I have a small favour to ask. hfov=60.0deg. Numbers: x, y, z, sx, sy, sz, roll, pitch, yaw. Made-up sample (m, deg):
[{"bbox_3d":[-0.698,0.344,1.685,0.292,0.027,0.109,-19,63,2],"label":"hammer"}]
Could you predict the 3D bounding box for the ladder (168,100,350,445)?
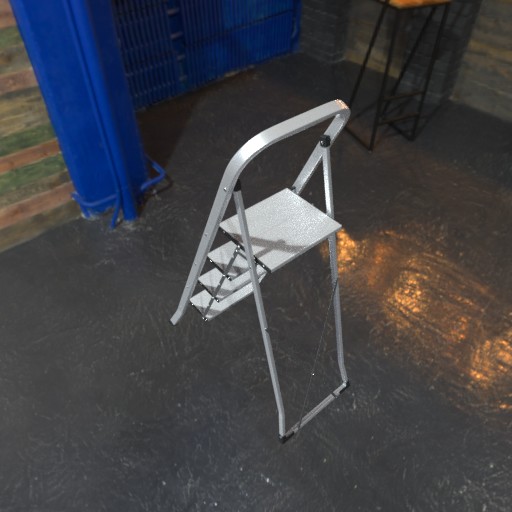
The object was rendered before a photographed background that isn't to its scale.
[{"bbox_3d":[0.000,0.000,1.667,0.465,1.290,0.830,-31,53,-27],"label":"ladder"}]
